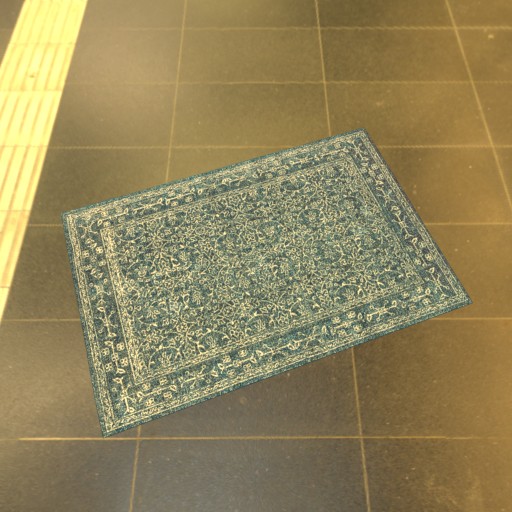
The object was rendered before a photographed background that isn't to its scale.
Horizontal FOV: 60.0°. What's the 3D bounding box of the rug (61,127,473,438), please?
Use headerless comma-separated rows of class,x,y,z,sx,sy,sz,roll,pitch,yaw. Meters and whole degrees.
rug,0.000,0.000,2.278,1.819,0.005,1.200,-18,64,-9
